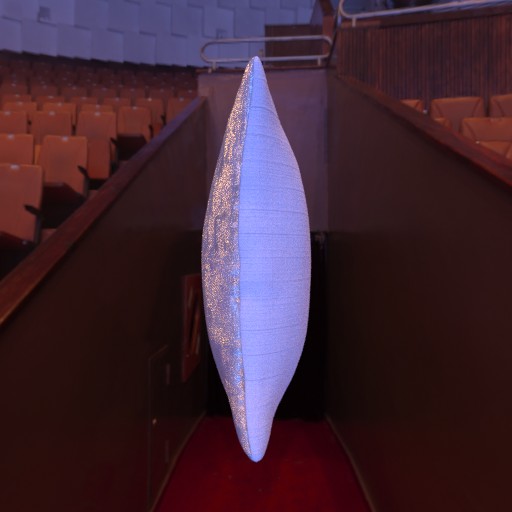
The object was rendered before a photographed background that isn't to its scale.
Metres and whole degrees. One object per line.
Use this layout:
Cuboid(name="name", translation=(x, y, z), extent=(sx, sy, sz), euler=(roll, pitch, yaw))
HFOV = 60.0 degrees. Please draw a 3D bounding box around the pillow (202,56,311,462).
Cuboid(name="pillow", translation=(0.000, 0.000, 0.731), extent=(0.175, 0.464, 0.470), euler=(0, 0, 0))
